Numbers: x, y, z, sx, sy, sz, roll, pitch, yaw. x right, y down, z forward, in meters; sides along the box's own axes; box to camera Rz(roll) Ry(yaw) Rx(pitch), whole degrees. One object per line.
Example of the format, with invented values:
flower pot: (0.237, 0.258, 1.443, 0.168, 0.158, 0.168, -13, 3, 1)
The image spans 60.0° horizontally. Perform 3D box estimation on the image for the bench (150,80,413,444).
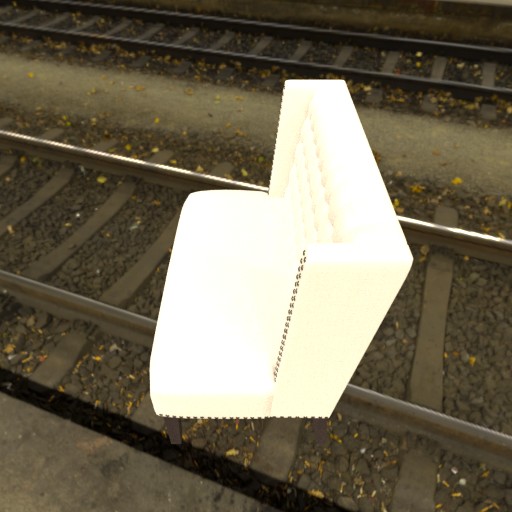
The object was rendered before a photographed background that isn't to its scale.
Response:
bench: (0.000, 0.000, 2.012, 0.847, 1.123, 1.280, 0, 42, 0)
